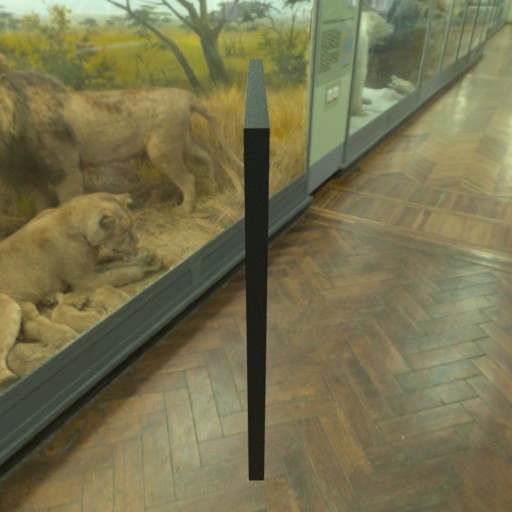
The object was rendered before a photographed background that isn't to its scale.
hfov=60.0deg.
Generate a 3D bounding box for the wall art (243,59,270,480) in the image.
[{"bbox_3d":[0.000,0.000,0.537,0.018,0.397,0.325,0,31,0],"label":"wall art"}]
